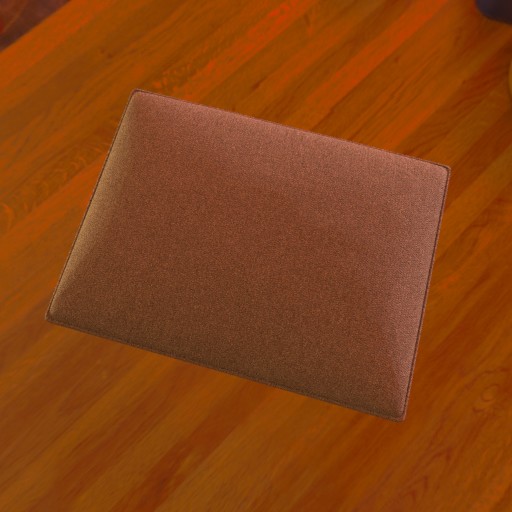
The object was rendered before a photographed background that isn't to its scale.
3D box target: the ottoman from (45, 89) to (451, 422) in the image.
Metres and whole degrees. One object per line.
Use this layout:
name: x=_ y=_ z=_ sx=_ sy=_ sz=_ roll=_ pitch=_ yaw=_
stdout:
ottoman: x=0.000 y=0.000 z=1.119 sx=0.785 sy=0.464 sz=0.583 roll=15 pitch=77 yaw=4
